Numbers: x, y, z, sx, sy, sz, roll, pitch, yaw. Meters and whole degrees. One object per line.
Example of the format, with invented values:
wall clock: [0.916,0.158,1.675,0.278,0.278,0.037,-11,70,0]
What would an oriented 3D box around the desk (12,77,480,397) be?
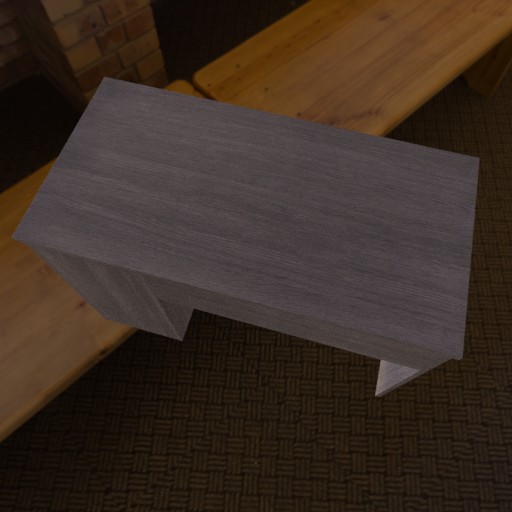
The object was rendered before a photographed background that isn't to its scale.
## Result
desk: [0.000,0.000,1.479,1.097,0.735,0.560,14,66,7]
